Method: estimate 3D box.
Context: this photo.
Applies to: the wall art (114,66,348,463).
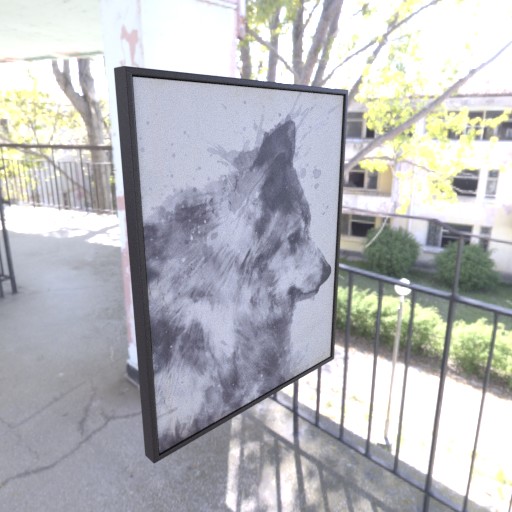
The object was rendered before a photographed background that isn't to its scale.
[{"bbox_3d":[0.000,0.000,0.748,0.451,0.551,0.028,-15,22,-42],"label":"wall art"}]
